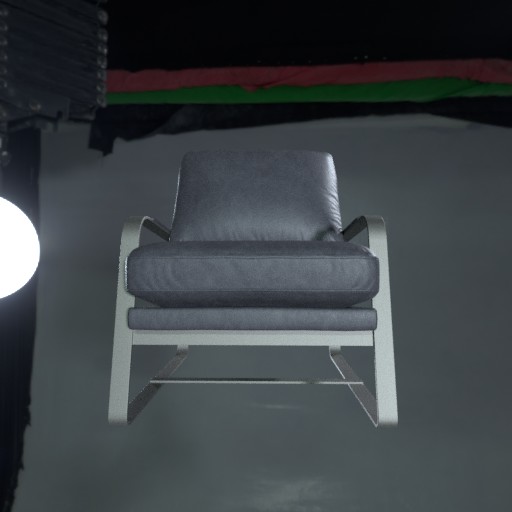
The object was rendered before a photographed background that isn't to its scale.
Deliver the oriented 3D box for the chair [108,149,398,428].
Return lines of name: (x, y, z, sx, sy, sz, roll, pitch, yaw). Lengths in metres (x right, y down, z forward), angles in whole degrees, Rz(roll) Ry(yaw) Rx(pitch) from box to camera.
chair: (0.000, 0.000, 1.454, 0.692, 0.839, 0.878, 0, -1, 1)
